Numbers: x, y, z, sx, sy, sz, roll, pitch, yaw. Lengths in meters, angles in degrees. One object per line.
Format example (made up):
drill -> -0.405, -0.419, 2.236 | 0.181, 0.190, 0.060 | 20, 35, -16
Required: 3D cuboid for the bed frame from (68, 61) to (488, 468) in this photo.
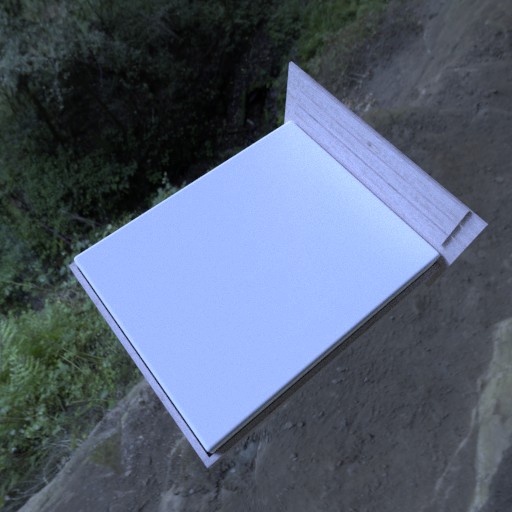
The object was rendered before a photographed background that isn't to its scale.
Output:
bed frame -> 0.000, 0.000, 3.024 | 2.080, 0.970, 1.750 | -36, 69, -16
